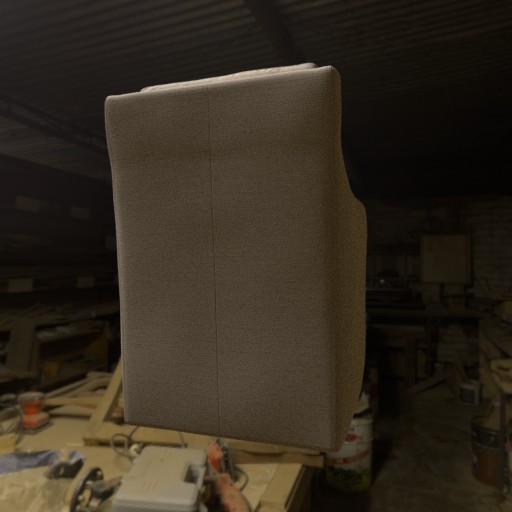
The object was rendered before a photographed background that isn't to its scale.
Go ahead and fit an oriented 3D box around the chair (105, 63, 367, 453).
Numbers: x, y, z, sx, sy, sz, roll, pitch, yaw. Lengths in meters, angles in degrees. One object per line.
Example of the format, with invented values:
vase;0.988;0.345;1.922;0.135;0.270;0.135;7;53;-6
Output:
chair;0.000;0.000;1.345;0.626;0.914;0.694;0;0;18
